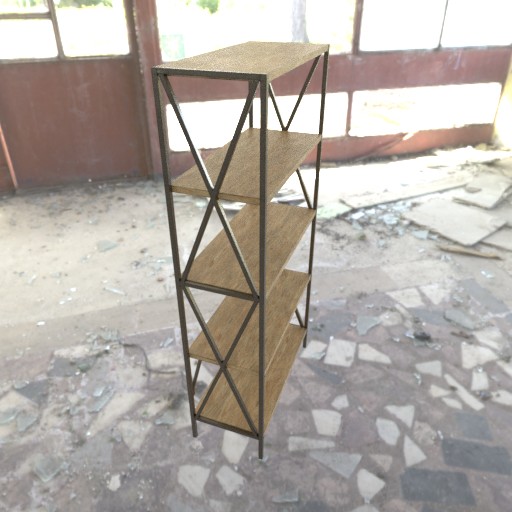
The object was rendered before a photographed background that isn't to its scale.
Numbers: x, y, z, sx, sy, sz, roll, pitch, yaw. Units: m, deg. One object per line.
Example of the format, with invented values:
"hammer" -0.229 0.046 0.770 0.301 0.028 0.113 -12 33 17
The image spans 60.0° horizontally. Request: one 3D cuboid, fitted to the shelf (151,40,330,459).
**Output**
"shelf" 0.000 0.000 2.156 0.386 1.803 0.874 11 33 17
